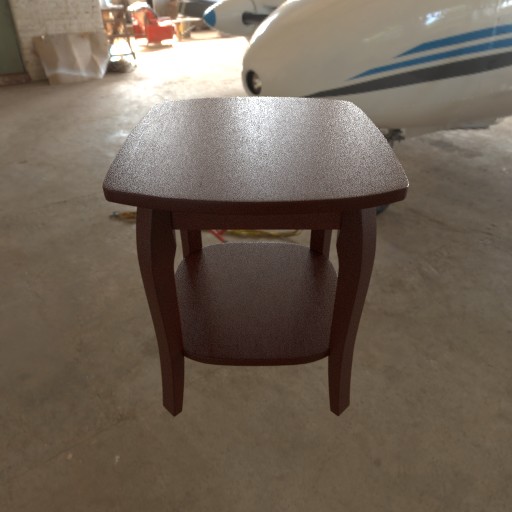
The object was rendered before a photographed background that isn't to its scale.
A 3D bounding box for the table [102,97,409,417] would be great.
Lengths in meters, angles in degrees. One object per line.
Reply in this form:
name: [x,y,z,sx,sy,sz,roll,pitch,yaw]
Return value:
table: [0.000,0.000,0.891,0.433,0.496,0.502,0,34,0]
